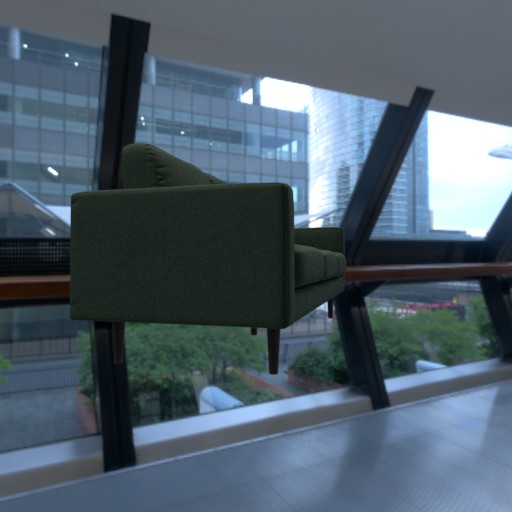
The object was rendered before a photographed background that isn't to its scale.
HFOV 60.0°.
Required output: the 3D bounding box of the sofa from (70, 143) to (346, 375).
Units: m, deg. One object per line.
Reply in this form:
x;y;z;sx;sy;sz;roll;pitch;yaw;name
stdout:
0.000;0.000;2.530;0.879;0.899;2.029;0;-1;16;sofa
